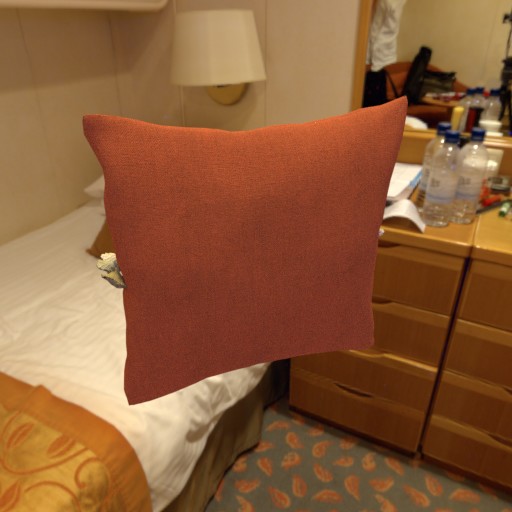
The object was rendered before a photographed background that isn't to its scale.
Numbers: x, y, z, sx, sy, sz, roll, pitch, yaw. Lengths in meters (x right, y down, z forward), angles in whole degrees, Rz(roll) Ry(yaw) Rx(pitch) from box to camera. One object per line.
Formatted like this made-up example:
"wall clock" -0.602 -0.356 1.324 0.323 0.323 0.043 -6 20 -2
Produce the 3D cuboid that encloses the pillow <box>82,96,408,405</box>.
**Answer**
"pillow" 0.000 0.000 0.726 0.490 0.482 0.165 -9 30 -16
